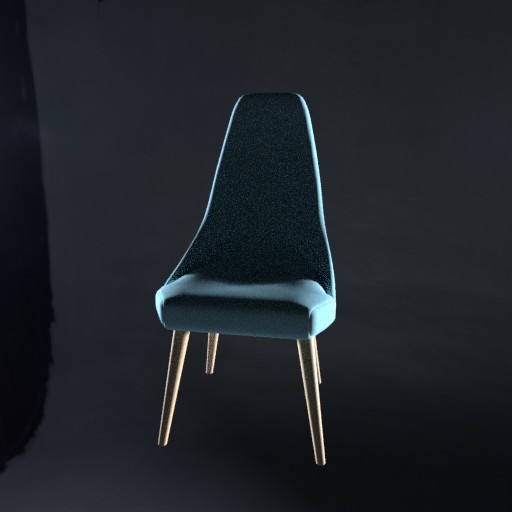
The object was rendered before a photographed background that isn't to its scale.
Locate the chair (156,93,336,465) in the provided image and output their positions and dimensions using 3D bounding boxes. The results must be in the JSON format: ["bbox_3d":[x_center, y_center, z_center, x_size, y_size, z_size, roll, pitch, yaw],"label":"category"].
[{"bbox_3d":[0.000,0.000,1.419,0.510,1.040,0.660,3,15,10],"label":"chair"}]
